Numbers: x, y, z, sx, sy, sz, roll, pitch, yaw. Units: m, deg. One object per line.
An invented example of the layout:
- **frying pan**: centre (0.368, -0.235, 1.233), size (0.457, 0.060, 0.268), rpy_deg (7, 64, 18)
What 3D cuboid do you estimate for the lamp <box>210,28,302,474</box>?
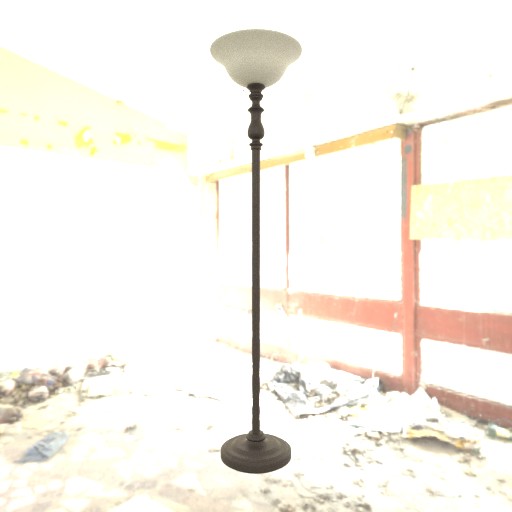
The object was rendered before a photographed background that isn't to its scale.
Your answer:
- **lamp**: centre (0.000, 0.000, 1.959), size (0.405, 1.797, 0.405), rpy_deg (0, 1, -17)
